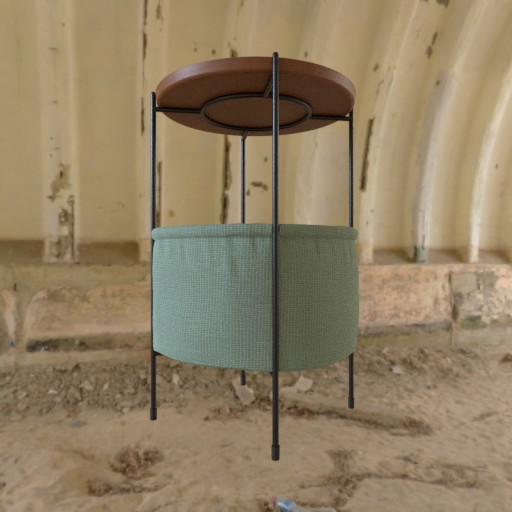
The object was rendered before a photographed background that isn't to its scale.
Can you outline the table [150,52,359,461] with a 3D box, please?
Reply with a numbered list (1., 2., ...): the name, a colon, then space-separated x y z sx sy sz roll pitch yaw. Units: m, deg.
1. table: 0.000 0.000 0.876 0.400 0.623 0.400 0 0 36
